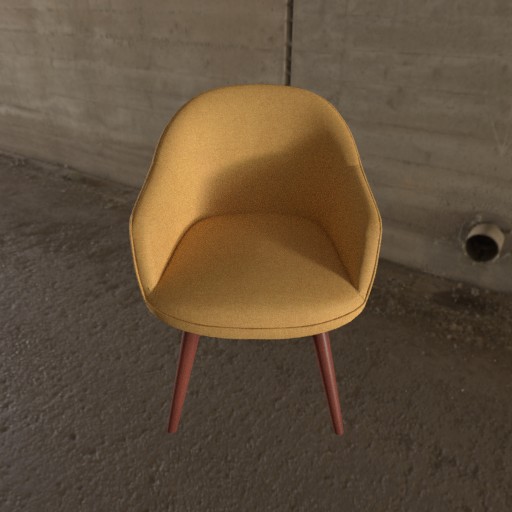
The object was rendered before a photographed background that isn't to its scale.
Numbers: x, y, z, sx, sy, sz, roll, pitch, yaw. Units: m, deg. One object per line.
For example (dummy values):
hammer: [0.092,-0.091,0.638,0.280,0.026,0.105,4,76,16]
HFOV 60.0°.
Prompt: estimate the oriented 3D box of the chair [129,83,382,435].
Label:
chair: [0.000,0.000,1.251,0.596,0.823,0.635,0,30,1]
